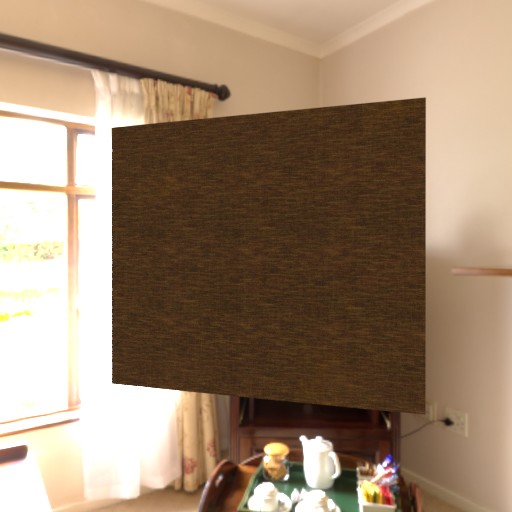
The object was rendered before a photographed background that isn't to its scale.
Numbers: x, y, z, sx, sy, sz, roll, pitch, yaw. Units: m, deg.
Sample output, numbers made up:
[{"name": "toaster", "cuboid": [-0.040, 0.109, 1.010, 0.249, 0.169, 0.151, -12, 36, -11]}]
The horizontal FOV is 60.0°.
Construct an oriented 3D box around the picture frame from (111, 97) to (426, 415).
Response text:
[{"name": "picture frame", "cuboid": [0.000, 0.000, 0.531, 0.378, 0.330, 0.033, 0, 0, 17]}]
